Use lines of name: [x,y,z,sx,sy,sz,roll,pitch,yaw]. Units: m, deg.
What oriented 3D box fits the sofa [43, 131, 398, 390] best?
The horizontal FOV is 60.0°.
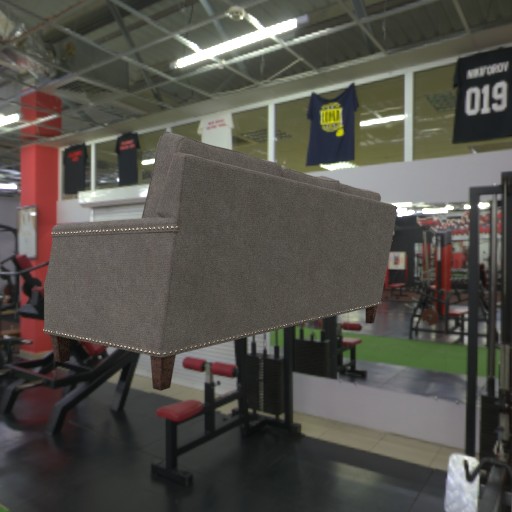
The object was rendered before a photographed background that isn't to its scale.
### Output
sofa: [0.000,0.000,2.783,1.034,1.042,2.226,0,0,37]
